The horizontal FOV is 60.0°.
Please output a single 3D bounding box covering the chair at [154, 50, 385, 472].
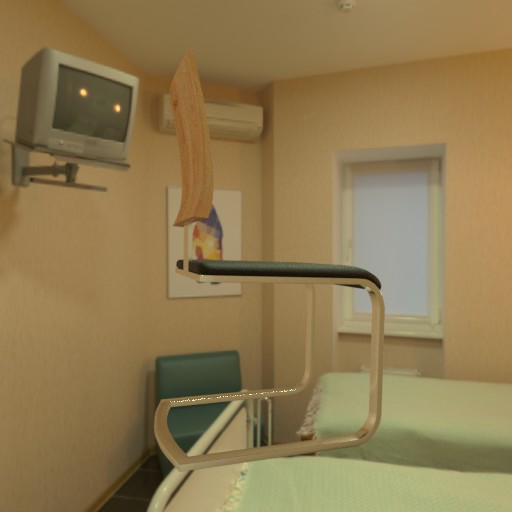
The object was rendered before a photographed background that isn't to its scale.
[{"bbox_3d":[0.000,0.000,1.246,0.560,0.936,0.462,0,1,-17],"label":"chair"}]
